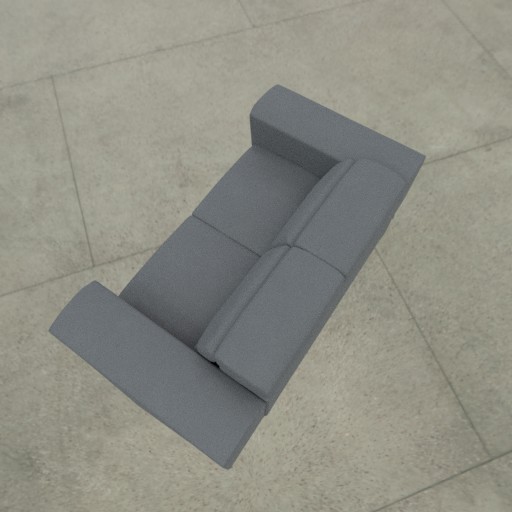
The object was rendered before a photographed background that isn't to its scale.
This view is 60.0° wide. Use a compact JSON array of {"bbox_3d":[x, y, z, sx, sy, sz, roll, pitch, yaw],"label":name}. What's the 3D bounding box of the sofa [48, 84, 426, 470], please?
[{"bbox_3d":[0.000,0.000,2.401,1.003,0.779,1.895,32,67,15],"label":"sofa"}]
